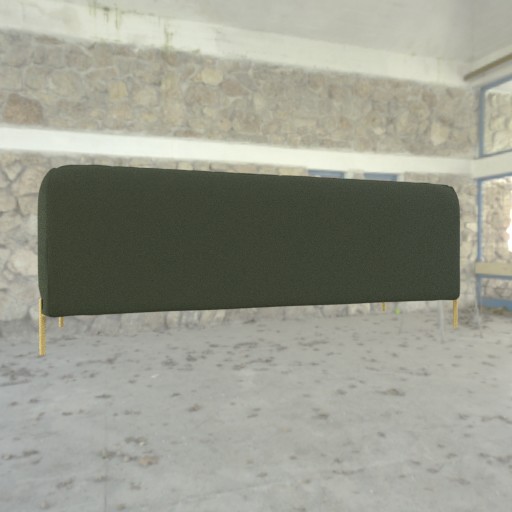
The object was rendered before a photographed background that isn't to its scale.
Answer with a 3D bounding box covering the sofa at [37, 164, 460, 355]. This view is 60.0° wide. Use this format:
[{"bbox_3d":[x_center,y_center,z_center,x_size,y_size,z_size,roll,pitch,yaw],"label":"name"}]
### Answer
[{"bbox_3d":[0.000,0.000,2.499,2.137,0.793,0.896,0,1,-18],"label":"sofa"}]
